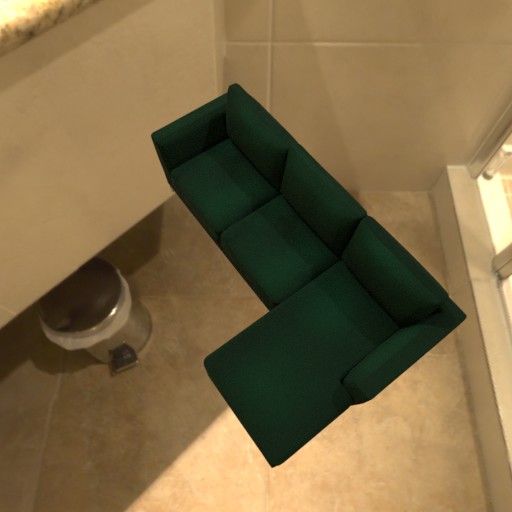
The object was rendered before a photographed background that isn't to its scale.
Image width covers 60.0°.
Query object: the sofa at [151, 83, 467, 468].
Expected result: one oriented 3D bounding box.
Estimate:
[{"bbox_3d":[0.000,0.000,3.197,1.489,1.007,2.441,-34,69,-15],"label":"sofa"}]
